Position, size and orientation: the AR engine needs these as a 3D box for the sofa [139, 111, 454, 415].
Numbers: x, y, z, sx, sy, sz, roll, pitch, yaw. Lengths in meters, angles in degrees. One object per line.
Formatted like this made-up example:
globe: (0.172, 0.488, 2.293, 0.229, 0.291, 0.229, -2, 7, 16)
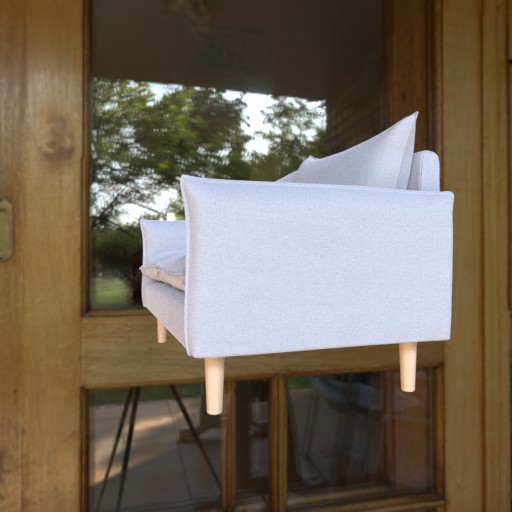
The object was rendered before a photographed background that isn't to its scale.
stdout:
sofa: (0.000, 0.000, 1.774, 0.820, 0.840, 1.300, 0, -1, -19)
